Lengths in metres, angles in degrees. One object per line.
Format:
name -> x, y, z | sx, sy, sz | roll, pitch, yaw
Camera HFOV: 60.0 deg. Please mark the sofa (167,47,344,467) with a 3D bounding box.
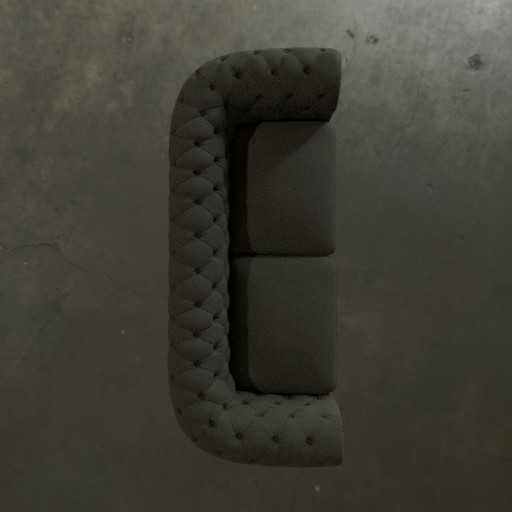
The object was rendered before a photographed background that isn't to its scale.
sofa -> 0.000, 0.000, 2.759 | 0.991, 0.762, 2.362 | 0, 88, 0
